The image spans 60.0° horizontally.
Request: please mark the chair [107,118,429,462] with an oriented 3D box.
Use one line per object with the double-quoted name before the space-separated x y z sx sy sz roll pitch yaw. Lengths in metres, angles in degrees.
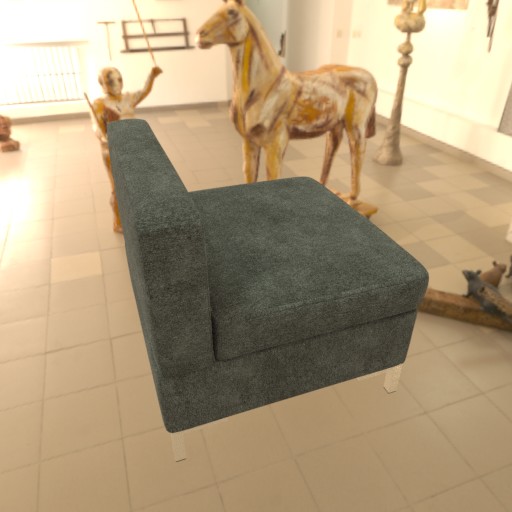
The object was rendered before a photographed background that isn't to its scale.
"chair" 0.000 0.000 1.241 0.680 0.660 0.680 -11 34 -17
